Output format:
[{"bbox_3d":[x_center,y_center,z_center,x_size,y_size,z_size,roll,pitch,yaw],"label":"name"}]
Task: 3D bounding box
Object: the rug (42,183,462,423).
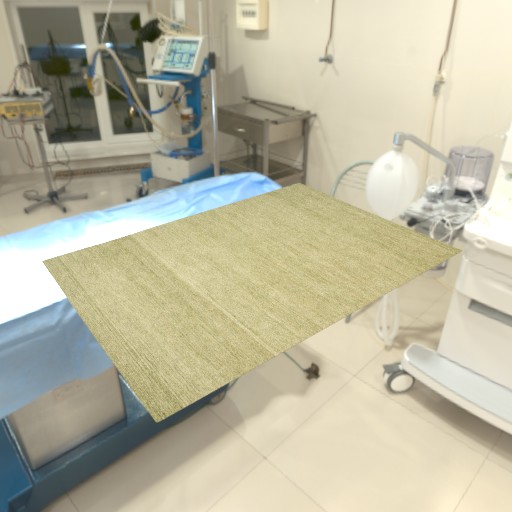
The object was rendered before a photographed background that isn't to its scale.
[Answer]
[{"bbox_3d":[0.000,0.000,2.923,2.270,0.017,1.606,-22,36,-32],"label":"rug"}]
